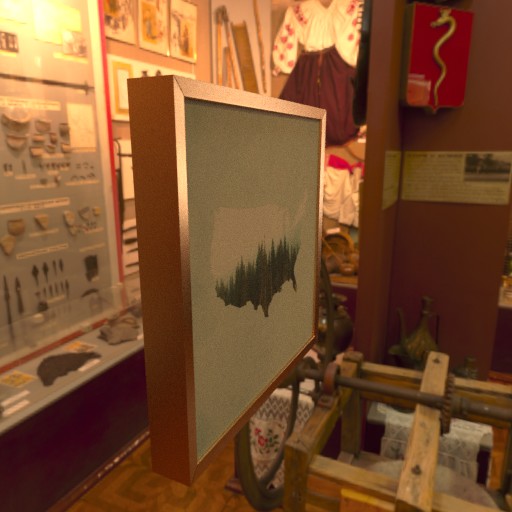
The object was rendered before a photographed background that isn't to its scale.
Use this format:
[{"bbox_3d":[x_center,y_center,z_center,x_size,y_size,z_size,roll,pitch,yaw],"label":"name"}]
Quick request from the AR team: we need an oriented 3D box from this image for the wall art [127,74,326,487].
[{"bbox_3d":[0.000,0.000,0.453,0.038,0.304,0.304,7,15,26],"label":"wall art"}]
